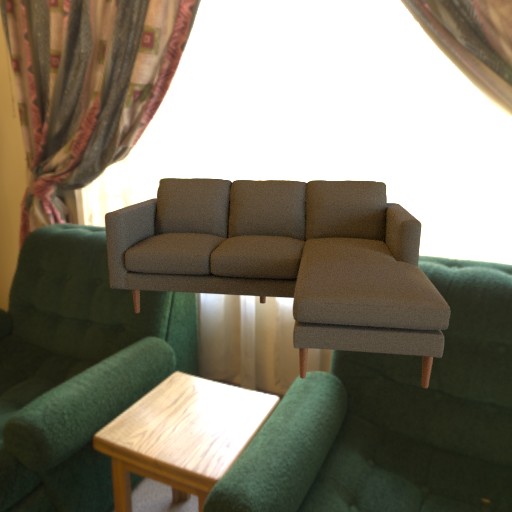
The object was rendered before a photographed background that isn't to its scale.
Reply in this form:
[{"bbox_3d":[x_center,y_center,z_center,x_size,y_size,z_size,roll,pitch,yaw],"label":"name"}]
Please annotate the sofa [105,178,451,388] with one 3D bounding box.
[{"bbox_3d":[0.000,0.000,2.895,2.031,0.897,1.591,2,15,9],"label":"sofa"}]
